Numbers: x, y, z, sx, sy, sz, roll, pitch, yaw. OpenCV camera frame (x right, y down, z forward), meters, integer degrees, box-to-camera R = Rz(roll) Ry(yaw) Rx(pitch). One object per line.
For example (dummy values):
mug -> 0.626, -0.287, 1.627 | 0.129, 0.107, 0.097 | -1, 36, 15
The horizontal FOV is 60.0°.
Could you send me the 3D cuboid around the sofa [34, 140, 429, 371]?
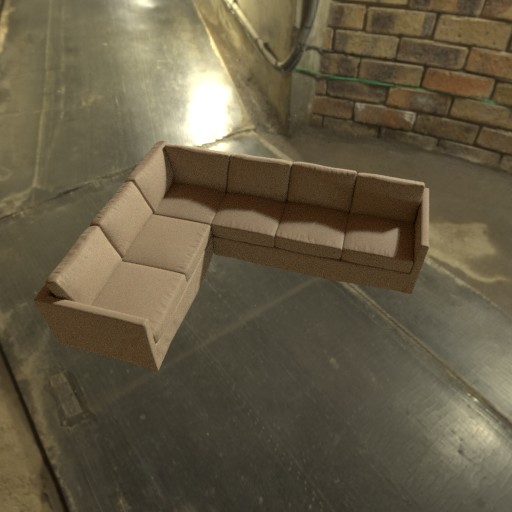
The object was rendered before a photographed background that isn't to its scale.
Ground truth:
sofa -> 0.000, 0.000, 4.361 | 3.182, 0.871, 2.432 | 11, 47, 10
